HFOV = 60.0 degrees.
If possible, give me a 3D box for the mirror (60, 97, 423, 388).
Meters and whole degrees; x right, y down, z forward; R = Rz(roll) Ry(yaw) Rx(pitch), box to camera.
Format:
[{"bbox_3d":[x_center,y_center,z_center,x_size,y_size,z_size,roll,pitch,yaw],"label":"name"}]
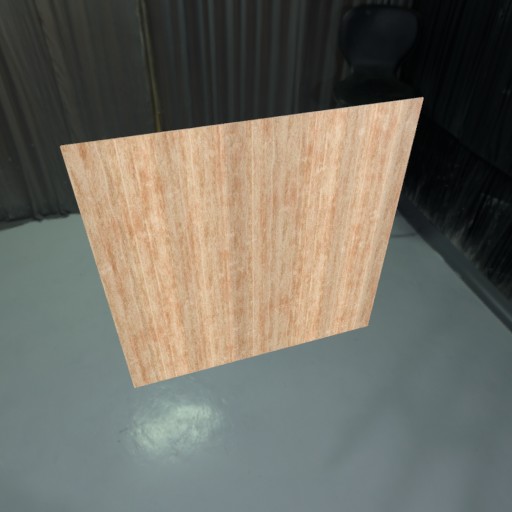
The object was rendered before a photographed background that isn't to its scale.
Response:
[{"bbox_3d":[0.000,0.000,0.986,0.651,0.651,0.047,-12,42,-14],"label":"mirror"}]
